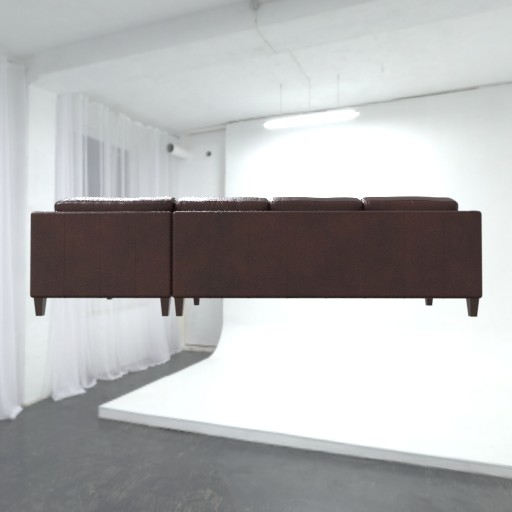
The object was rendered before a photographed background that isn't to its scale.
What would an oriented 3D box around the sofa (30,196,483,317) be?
[{"bbox_3d":[0.000,0.000,3.910,3.203,0.883,1.581,0,-1,1],"label":"sofa"}]
